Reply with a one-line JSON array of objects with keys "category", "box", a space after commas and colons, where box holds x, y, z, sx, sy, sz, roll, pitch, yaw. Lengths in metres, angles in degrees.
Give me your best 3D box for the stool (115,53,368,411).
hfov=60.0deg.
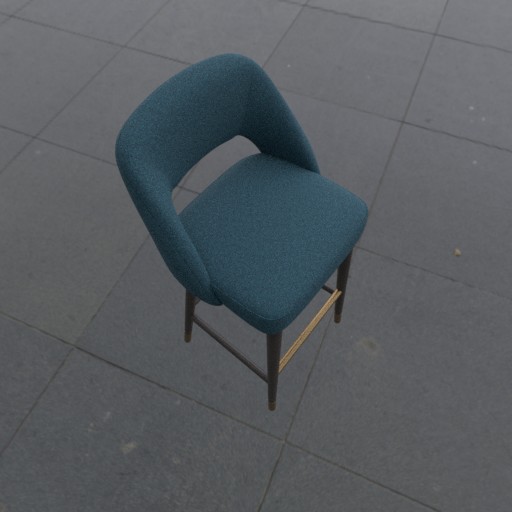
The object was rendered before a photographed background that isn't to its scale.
[{"category": "stool", "box": [0.000, 0.000, 1.359, 0.522, 1.032, 0.536, 34, 63, 20]}]
